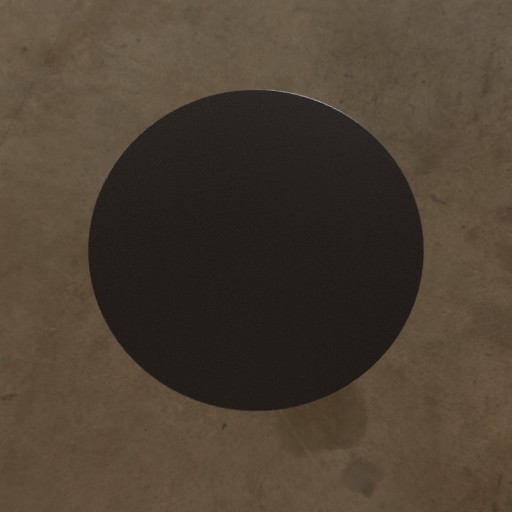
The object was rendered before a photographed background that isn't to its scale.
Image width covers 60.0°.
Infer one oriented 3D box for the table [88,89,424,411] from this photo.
[{"bbox_3d":[0.000,0.000,1.430,0.914,0.457,0.914,0,75,0],"label":"table"}]
